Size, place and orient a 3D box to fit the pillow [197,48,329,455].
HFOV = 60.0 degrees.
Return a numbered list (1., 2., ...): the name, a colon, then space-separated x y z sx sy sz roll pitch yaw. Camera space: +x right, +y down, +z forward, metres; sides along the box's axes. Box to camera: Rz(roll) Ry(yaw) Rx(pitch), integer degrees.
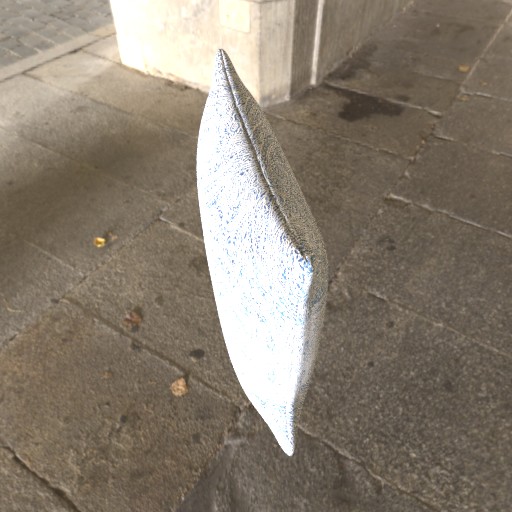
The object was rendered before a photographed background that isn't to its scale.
1. pillow: 0.000 0.000 0.779 0.166 0.510 0.523 -9 48 -9
